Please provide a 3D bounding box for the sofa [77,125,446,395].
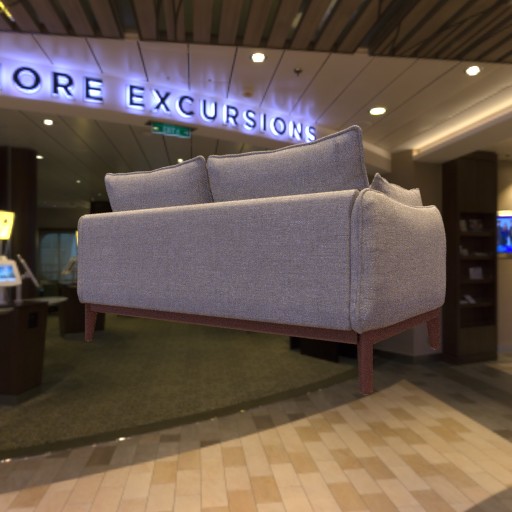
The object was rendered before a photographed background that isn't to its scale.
[{"bbox_3d":[0.000,0.000,2.137,1.580,0.851,0.972,0,0,36],"label":"sofa"}]
